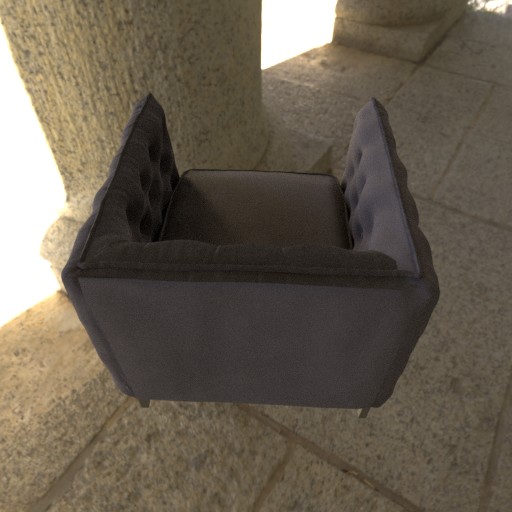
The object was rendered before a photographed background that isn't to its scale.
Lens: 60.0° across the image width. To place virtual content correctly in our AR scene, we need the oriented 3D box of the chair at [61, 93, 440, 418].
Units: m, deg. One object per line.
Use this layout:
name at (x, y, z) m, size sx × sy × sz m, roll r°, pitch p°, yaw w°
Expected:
chair at (0.000, 0.000, 1.595) m, size 0.946 × 0.807 × 0.913 m, roll 2°, pitch 47°, yaw 2°
